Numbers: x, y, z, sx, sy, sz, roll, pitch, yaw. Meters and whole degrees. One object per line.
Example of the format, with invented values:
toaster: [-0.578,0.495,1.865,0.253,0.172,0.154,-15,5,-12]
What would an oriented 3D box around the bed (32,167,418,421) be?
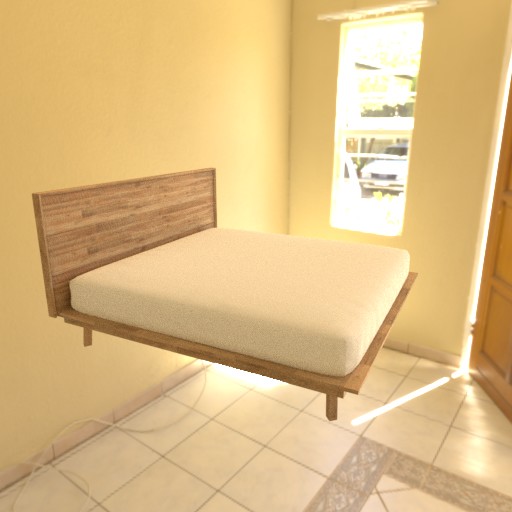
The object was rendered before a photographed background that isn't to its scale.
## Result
bed: [0.000,0.000,3.430,2.167,1.100,2.116,8,18,26]
